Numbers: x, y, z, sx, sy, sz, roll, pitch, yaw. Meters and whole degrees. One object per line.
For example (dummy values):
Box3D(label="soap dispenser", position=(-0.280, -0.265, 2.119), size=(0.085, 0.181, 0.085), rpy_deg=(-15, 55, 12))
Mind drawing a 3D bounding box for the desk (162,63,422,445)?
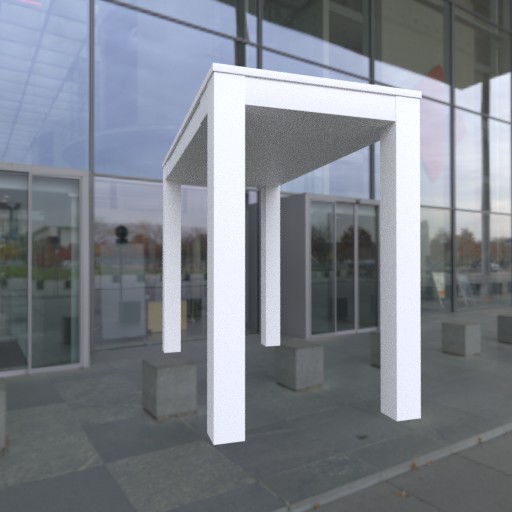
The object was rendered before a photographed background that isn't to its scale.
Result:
Box3D(label="desk", position=(0.000, 0.000, 1.428), size=(0.497, 0.762, 0.990), rpy_deg=(0, -1, -18))
